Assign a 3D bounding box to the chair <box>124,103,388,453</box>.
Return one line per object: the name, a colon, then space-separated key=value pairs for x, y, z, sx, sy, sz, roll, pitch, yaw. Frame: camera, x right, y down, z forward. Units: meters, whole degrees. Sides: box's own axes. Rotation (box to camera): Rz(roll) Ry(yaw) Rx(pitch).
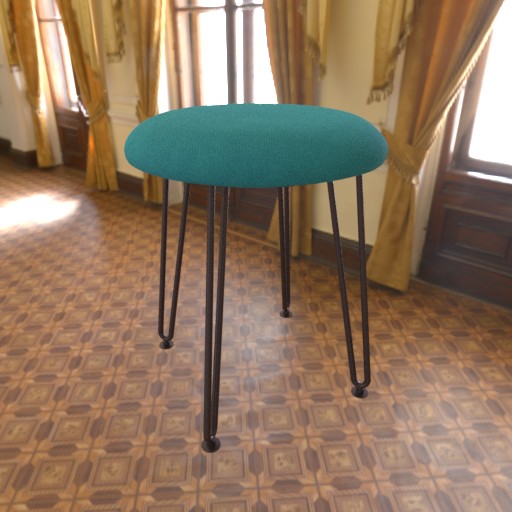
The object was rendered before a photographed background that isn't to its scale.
chair: x=0.000 y=0.000 z=0.682 sx=0.350 sy=0.430 sz=0.350 roll=-17 pitch=30 yaw=-32
